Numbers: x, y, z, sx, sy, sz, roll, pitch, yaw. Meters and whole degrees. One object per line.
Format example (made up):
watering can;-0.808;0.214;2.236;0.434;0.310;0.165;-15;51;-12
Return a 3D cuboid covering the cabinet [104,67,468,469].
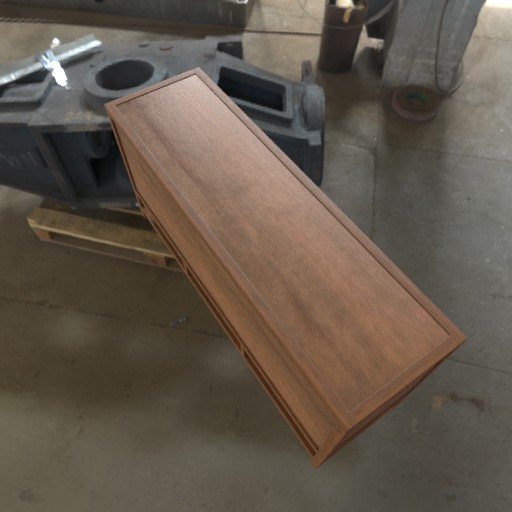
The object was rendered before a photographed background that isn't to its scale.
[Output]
cabinet;0.000;0.000;2.066;0.522;0.820;1.708;-30;62;-18
